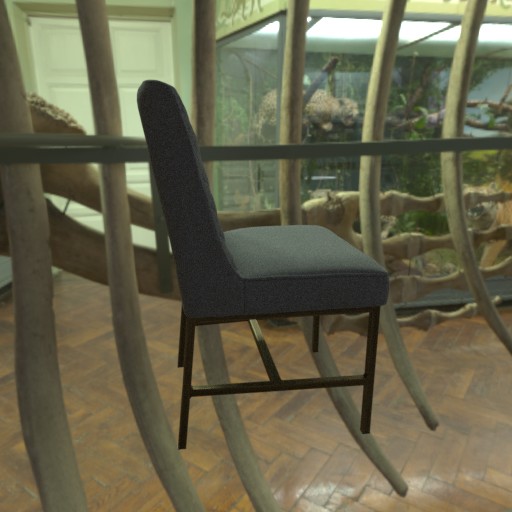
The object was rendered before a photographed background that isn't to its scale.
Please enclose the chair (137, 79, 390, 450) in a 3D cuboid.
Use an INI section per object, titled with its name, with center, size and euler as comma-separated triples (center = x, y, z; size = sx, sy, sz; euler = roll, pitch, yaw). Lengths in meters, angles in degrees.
[chair]
center = 0.000, 0.000, 1.256
size = 0.587, 0.889, 0.508
euler = -3, 16, -9
